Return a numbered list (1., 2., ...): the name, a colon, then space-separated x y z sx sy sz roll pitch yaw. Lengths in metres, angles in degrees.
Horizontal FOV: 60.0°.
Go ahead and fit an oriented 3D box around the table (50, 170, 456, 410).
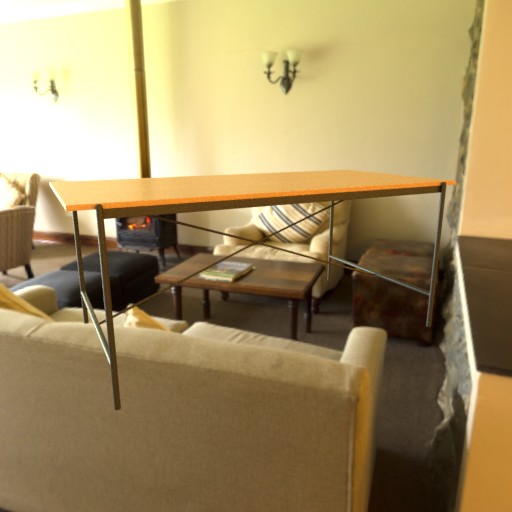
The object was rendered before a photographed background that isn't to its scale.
1. table: 0.000 0.000 2.269 1.800 0.758 0.900 -8 17 -26
